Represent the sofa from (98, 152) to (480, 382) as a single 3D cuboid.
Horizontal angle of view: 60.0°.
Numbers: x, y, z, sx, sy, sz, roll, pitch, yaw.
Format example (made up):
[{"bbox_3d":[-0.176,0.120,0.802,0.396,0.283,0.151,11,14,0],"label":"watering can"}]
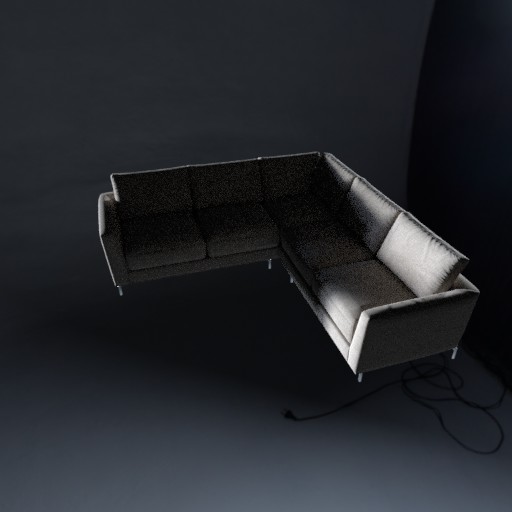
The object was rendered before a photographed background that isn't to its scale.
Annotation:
[{"bbox_3d":[0.000,0.000,3.709,2.438,0.864,2.438,-10,34,-15],"label":"sofa"}]
